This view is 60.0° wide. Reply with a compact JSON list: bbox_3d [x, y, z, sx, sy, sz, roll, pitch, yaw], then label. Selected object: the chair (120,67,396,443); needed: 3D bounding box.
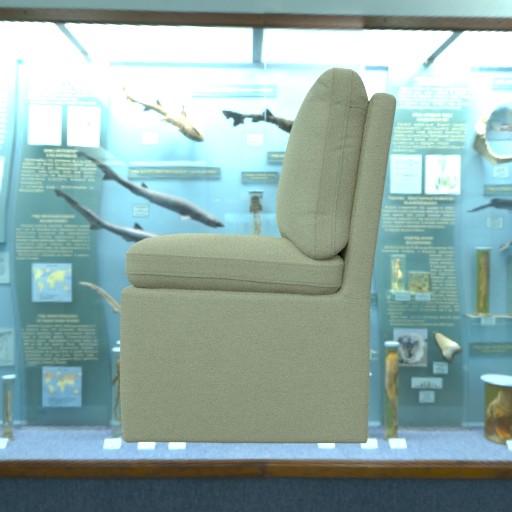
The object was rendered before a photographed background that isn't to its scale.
[{"bbox_3d":[0.000,0.000,1.315,0.698,0.927,0.503,0,1,1],"label":"chair"}]
